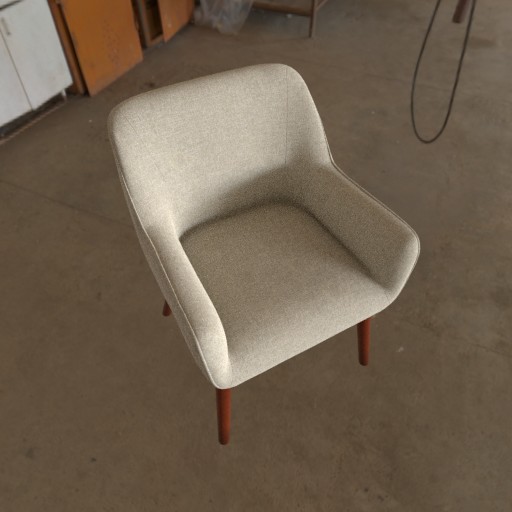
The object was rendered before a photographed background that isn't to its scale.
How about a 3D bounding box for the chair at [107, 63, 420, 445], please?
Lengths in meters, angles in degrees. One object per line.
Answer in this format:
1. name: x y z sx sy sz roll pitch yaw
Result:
1. chair: 0.000 0.000 1.265 0.610 0.813 0.610 -23 51 -19
